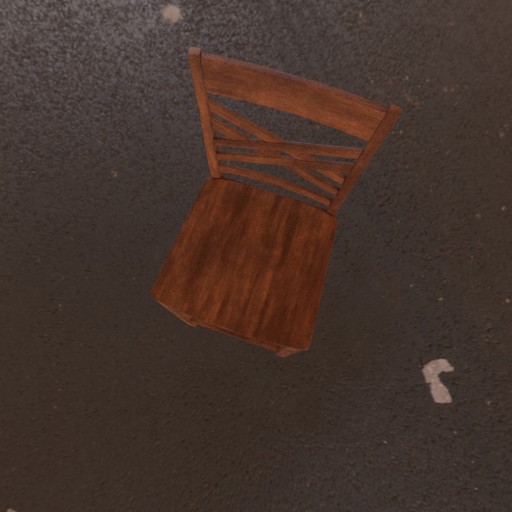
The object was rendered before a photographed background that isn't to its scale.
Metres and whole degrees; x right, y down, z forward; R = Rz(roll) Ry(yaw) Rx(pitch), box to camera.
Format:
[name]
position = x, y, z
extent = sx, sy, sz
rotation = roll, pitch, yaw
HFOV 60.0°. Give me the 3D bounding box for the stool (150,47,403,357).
[stool]
position = 0.000, 0.000, 1.337
extent = 0.433, 1.105, 0.487
rotation = 18, 77, 5
